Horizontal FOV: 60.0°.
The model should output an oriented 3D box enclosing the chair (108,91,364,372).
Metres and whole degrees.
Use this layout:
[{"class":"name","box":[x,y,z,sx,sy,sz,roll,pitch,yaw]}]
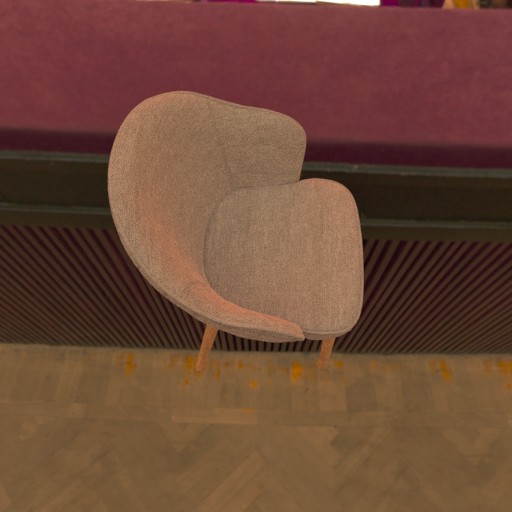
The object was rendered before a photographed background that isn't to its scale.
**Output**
[{"class":"chair","box":[0.000,0.000,1.147,0.530,0.800,0.540,3,63,1]}]
